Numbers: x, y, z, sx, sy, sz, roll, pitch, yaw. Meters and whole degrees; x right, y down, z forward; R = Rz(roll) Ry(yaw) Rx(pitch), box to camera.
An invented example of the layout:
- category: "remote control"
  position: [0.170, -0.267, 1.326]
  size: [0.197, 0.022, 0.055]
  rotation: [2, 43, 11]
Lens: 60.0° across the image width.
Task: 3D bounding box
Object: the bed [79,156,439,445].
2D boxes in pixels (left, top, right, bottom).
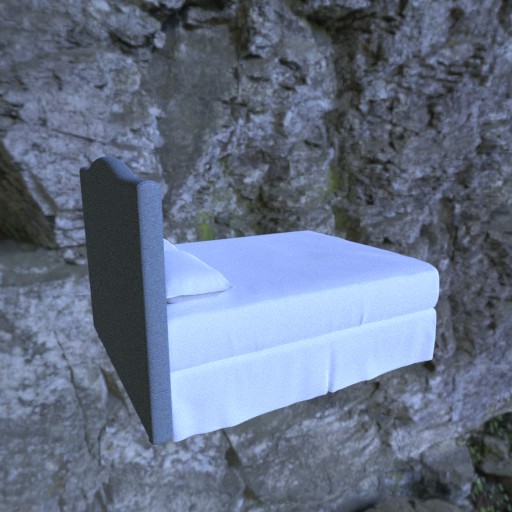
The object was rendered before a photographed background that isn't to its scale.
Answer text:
- category: "bed"
  position: [0.000, 0.000, 3.281]
  size: [2.143, 1.460, 1.753]
  rotation: [-7, 16, -28]
